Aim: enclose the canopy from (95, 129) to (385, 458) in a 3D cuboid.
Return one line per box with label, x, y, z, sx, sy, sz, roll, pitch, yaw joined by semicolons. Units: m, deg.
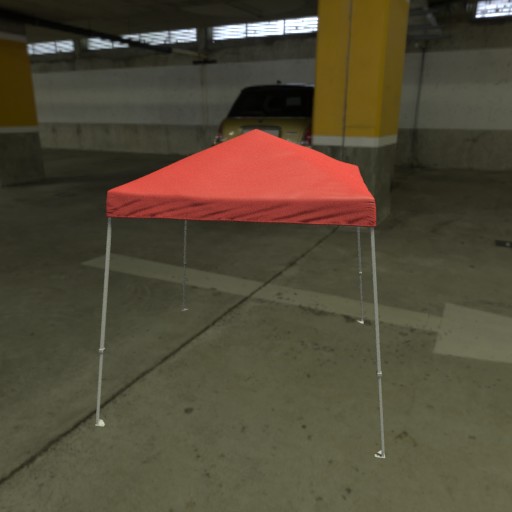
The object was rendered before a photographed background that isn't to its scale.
canopy;0.000;0.000;5.176;2.849;2.849;2.848;3;18;9
